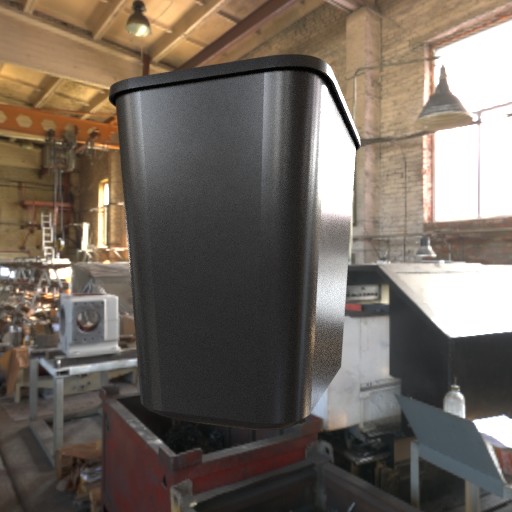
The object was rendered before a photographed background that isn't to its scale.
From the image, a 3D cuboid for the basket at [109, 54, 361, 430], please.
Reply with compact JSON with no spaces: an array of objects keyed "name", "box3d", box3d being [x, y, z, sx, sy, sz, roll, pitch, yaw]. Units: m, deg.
[{"name":"basket","box3d":[0.000,0.000,0.503,0.211,0.307,0.300,0,-1,19]}]
